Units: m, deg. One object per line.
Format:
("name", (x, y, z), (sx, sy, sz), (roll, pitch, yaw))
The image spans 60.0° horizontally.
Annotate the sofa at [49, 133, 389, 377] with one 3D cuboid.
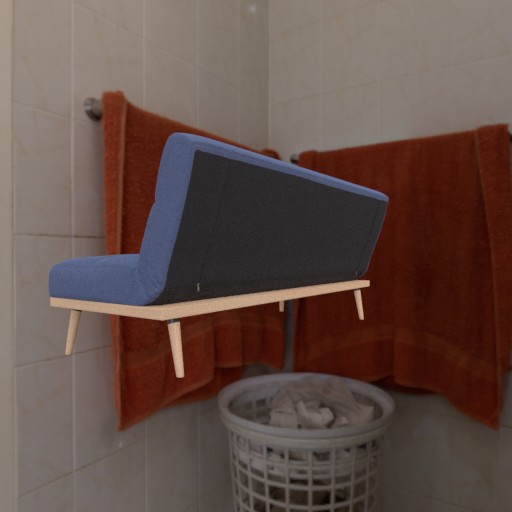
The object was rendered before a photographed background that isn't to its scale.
("sofa", (0.000, 0.000, 2.281), (0.796, 0.800, 1.800), (0, 1, 36))
